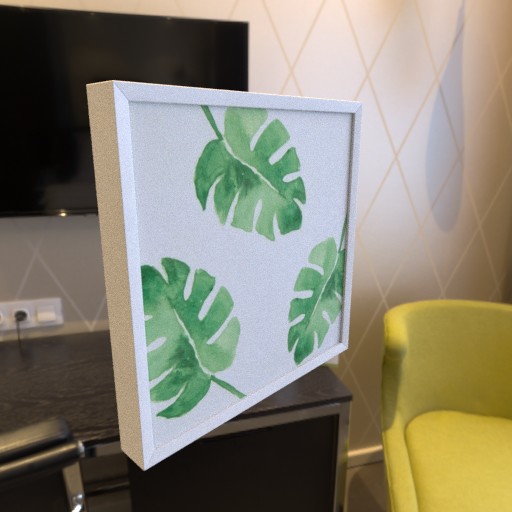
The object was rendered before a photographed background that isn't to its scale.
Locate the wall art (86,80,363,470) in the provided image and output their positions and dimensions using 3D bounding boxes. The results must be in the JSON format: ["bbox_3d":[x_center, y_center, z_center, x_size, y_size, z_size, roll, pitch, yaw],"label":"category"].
[{"bbox_3d":[0.000,0.000,0.446,0.038,0.305,0.305,15,21,42],"label":"wall art"}]
